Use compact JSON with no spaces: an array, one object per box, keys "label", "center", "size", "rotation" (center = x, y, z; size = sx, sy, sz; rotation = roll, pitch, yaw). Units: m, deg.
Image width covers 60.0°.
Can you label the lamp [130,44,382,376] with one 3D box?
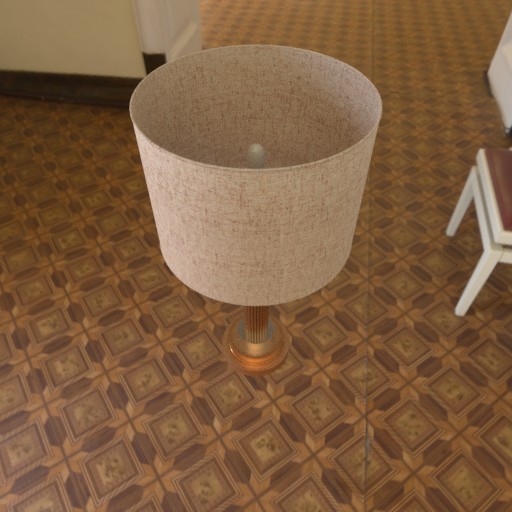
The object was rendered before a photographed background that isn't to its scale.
[{"label":"lamp","center":[0.000,0.000,0.796],"size":[0.321,0.610,0.321],"rotation":[18,50,16]}]
